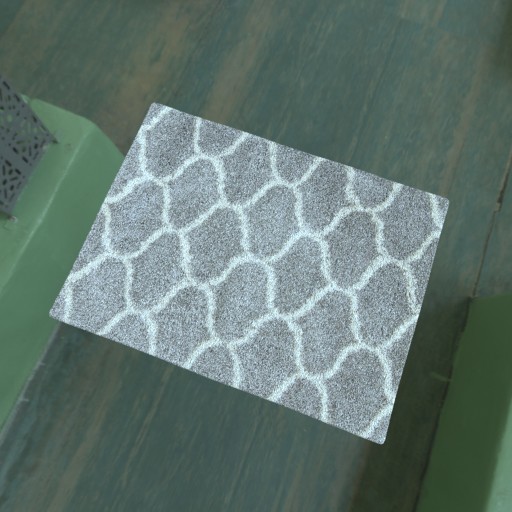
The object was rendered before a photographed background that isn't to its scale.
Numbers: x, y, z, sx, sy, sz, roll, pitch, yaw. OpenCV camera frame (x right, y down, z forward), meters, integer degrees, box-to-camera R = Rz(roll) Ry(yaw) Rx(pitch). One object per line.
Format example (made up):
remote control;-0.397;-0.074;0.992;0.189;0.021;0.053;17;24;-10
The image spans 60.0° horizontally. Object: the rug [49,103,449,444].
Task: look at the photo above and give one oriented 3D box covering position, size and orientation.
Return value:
rug;0.000;0.000;2.116;1.600;0.025;1.200;20;76;5
